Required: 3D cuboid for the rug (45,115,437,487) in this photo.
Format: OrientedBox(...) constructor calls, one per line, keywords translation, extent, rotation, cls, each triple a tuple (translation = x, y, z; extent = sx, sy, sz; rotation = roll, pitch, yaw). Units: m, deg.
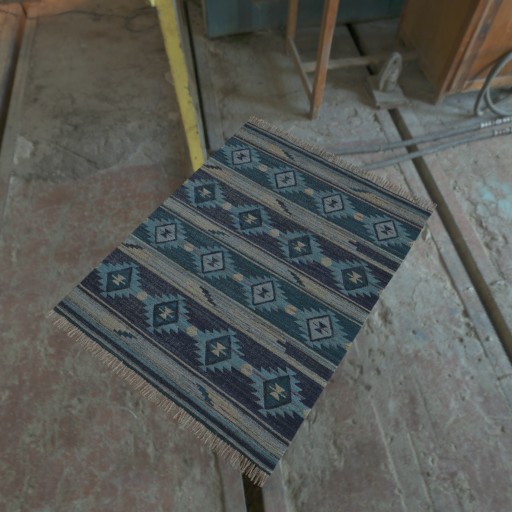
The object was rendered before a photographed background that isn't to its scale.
OrientedBox(translation=(0.000, 0.000, 4.362), extent=(2.418, 0.047, 3.307), rotation=(31, 63, 18), cls="rug")
